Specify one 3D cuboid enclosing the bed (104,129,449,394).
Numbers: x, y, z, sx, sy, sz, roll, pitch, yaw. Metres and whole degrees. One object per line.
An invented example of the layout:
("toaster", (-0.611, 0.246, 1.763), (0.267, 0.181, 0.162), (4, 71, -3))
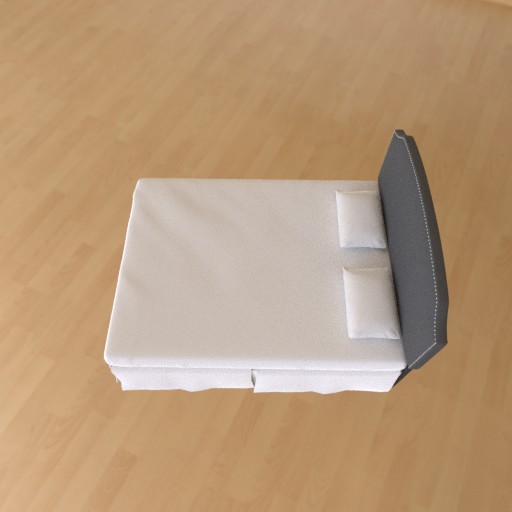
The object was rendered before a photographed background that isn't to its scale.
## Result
("bed", (0.000, 0.000, 3.040), (1.999, 1.270, 1.558), (1, 60, 0))
